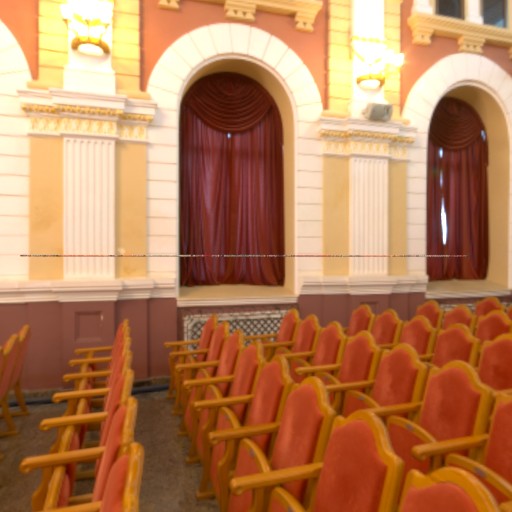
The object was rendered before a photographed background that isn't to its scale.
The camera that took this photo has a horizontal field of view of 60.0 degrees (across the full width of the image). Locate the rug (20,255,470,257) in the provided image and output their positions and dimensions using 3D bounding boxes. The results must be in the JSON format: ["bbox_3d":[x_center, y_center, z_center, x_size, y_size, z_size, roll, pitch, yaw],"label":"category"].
[{"bbox_3d":[0.000,0.000,2.630,2.362,0.008,0.832,0,0,-16],"label":"rug"}]
